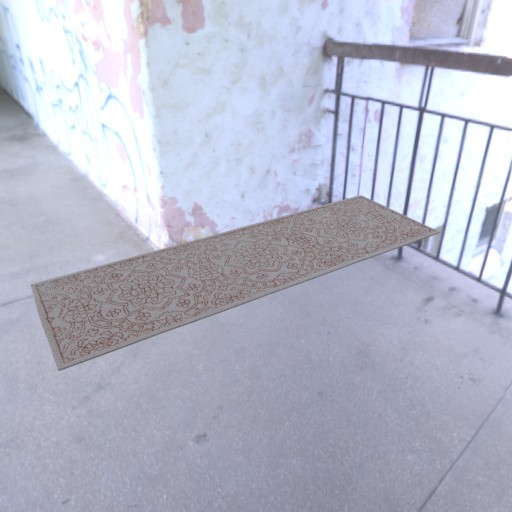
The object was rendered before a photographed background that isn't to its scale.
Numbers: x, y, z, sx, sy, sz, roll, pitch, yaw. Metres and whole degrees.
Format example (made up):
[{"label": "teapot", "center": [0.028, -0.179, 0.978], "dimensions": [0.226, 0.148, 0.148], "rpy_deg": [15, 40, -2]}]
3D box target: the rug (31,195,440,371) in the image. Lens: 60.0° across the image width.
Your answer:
[{"label": "rug", "center": [0.000, 0.000, 2.705], "dimensions": [2.448, 0.012, 0.769], "rpy_deg": [-17, 34, -27]}]
